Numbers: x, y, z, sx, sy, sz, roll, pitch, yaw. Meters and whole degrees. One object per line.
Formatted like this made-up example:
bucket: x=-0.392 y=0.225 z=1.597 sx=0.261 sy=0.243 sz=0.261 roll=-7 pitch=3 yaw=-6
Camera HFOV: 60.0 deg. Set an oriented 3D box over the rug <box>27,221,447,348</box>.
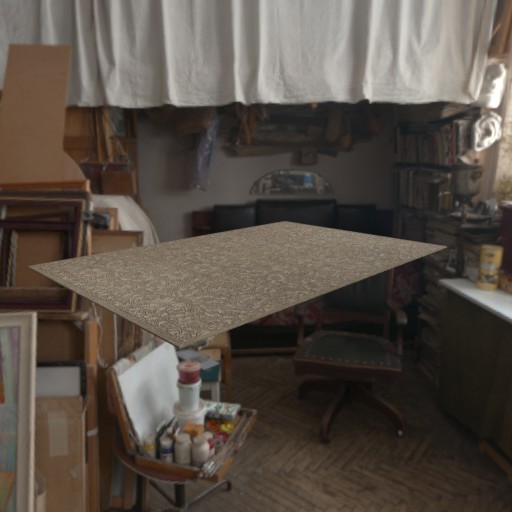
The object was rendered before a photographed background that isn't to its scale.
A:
rug: x=0.000 y=0.000 z=2.296 sx=1.827 sy=0.006 sz=1.221 roll=-13 pitch=19 yaw=-43
